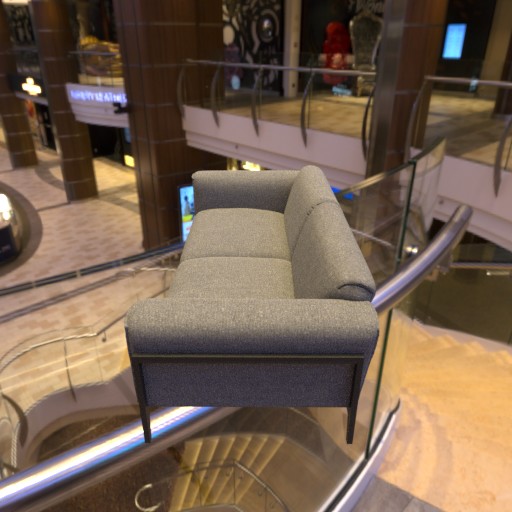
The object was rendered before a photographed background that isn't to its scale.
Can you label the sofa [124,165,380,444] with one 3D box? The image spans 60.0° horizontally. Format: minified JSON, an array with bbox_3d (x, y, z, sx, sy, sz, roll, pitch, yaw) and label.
[{"bbox_3d":[0.000,0.000,2.644,0.985,0.703,2.125,0,26,0],"label":"sofa"}]
